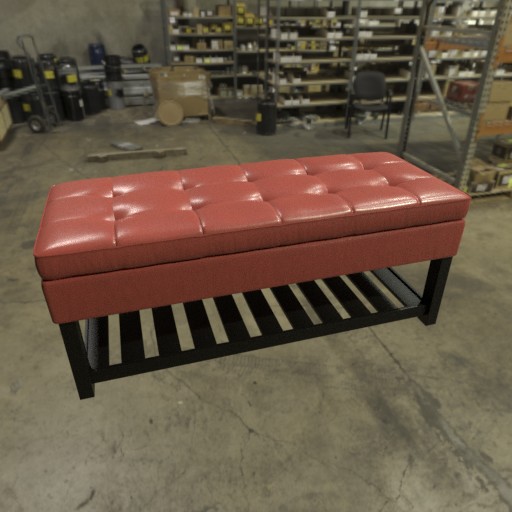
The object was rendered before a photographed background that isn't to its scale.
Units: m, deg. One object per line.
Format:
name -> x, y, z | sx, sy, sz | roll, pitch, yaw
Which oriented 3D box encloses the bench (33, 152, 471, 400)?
bench -> 0.000, 0.000, 1.333 | 1.105, 0.460, 0.432 | -9, 31, -14
